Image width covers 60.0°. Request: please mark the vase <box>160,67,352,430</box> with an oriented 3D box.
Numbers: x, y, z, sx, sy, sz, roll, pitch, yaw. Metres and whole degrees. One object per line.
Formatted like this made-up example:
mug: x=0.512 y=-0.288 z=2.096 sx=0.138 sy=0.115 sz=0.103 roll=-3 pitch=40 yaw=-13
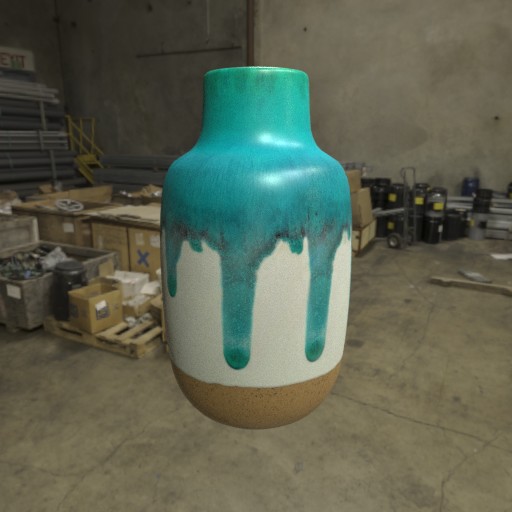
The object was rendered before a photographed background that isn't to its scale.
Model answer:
vase: x=0.000 y=0.000 z=0.250 sx=0.106 sy=0.192 sz=0.106 roll=0 pitch=15 yaw=0
